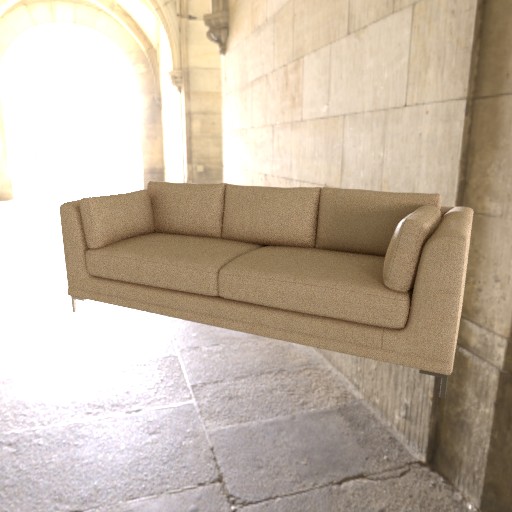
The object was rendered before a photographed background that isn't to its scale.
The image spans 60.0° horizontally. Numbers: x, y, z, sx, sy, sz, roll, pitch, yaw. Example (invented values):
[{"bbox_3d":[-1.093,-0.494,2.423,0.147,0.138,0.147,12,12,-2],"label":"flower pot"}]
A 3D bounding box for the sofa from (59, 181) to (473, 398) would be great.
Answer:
[{"bbox_3d":[0.000,0.000,2.822,2.415,0.867,0.969,7,16,26],"label":"sofa"}]
